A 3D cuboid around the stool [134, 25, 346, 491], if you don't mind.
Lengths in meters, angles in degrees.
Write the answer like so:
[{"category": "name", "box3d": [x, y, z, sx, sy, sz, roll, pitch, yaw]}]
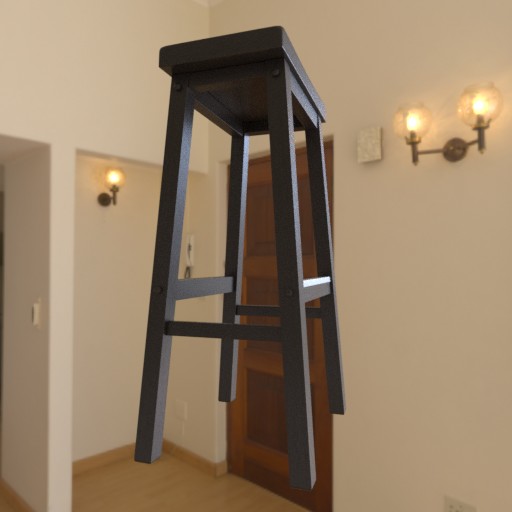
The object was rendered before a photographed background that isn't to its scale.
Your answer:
[{"category": "stool", "box3d": [0.000, 0.000, 0.939, 0.322, 0.742, 0.406, 0, -1, 19]}]
